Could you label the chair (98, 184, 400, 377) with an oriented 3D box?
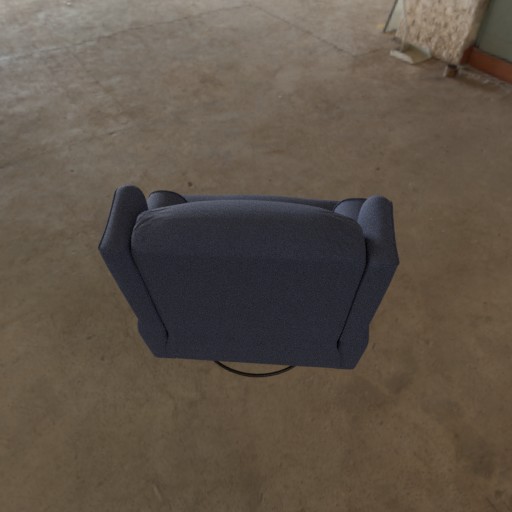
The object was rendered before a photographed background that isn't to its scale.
[{"bbox_3d":[0.000,0.000,1.711,0.971,1.020,0.877,3,46,3],"label":"chair"}]
